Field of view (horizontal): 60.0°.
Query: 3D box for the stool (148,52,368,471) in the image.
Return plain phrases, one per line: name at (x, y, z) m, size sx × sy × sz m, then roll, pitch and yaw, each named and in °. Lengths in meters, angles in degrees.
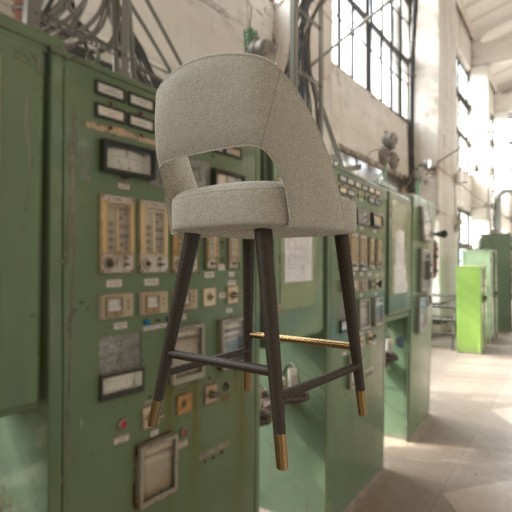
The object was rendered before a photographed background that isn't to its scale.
stool at (0.000, 0.000, 1.252) m, size 0.494 × 0.940 × 0.509 m, roll -1°, pitch -1°, yaw 37°
